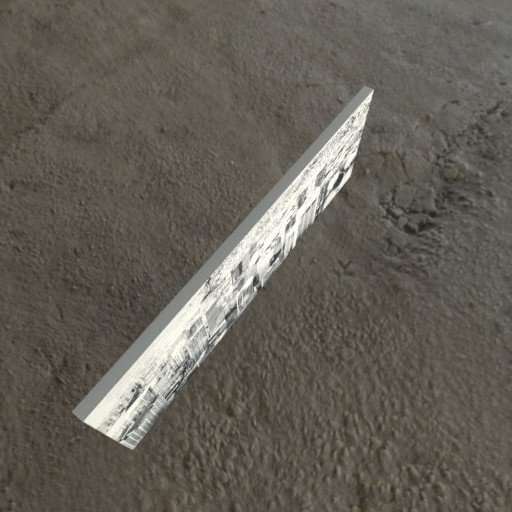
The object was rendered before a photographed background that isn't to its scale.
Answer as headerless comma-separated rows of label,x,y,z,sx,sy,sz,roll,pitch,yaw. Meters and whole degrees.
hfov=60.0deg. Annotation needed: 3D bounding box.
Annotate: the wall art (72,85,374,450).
wall art,0.000,0.000,1.634,0.044,0.507,1.520,32,64,17
